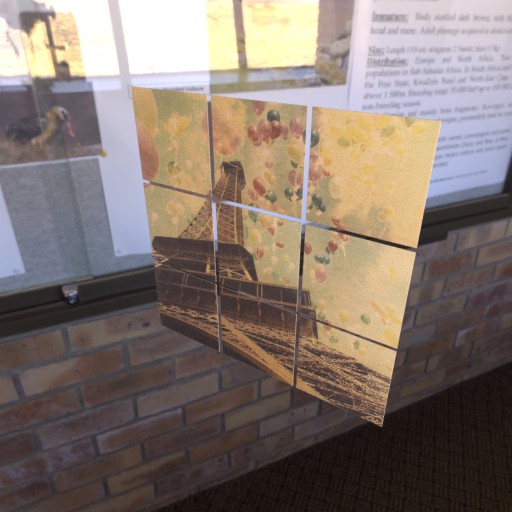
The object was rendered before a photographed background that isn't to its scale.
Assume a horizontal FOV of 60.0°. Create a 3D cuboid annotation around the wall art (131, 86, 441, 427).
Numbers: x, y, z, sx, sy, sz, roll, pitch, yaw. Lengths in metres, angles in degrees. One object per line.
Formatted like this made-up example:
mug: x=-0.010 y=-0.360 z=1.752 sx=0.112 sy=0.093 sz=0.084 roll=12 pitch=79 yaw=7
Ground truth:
wall art: x=0.000 y=0.000 z=2.241 sx=1.517 sy=1.505 sz=0.002 roll=18 pitch=33 yaw=29
